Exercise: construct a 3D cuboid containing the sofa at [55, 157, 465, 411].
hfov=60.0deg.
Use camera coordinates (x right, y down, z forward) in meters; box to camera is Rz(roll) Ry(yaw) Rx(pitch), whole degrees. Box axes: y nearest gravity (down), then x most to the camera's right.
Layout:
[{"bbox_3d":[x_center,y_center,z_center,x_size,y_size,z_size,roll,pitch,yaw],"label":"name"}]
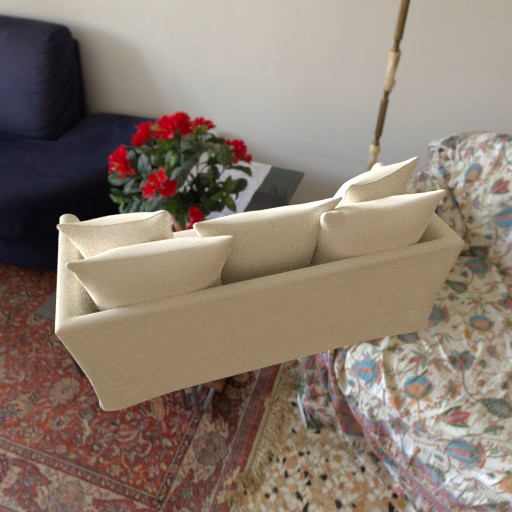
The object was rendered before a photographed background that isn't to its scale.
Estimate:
[{"bbox_3d":[0.000,0.000,2.833,2.290,1.034,1.031,-11,43,-13],"label":"sofa"}]
